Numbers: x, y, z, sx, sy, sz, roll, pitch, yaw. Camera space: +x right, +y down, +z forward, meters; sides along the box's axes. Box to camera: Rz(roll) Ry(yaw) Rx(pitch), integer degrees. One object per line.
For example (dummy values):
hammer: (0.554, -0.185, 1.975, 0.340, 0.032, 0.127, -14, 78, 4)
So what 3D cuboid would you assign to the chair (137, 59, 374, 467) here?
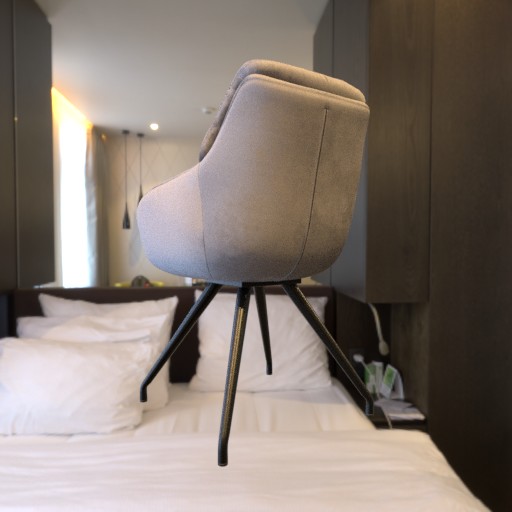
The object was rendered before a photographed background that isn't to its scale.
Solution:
chair: (0.000, 0.000, 1.261, 0.579, 0.888, 0.569, -1, 2, -35)
